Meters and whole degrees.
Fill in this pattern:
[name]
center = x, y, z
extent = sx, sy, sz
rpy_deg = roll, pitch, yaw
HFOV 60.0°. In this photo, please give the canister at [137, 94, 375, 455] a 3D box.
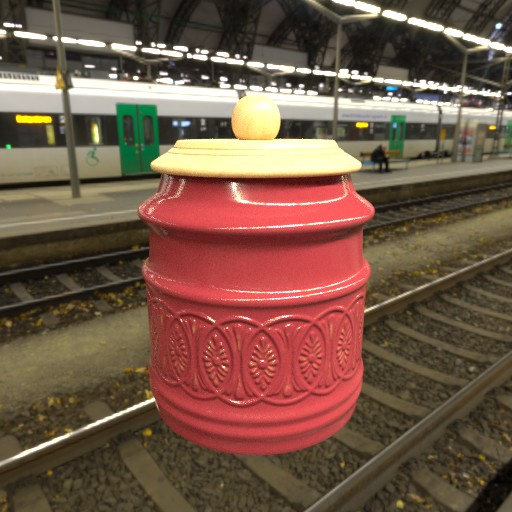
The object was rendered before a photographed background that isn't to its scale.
[canister]
center = 0.000, 0.000, 0.257
extent = 0.130, 0.176, 0.130
rpy_deg = 0, 15, 0
